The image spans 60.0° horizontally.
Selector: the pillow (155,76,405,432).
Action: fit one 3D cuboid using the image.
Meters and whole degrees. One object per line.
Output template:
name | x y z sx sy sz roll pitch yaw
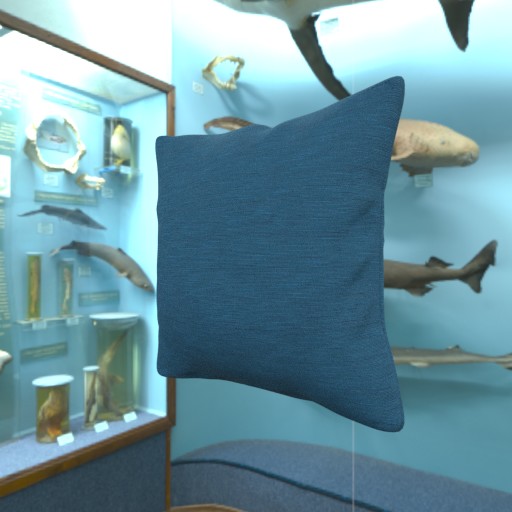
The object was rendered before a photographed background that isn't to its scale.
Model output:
pillow | 0.000 0.000 0.646 0.437 0.420 0.177 0 0 37
